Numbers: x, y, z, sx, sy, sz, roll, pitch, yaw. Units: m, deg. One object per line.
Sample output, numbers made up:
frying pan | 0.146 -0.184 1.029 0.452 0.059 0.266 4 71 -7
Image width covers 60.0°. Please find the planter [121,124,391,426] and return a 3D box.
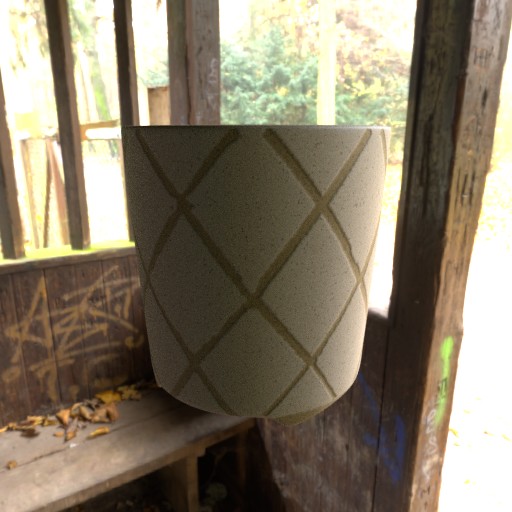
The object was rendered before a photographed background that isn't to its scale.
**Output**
planter | 0.000 0.000 0.419 0.228 0.235 0.228 0 16 0
